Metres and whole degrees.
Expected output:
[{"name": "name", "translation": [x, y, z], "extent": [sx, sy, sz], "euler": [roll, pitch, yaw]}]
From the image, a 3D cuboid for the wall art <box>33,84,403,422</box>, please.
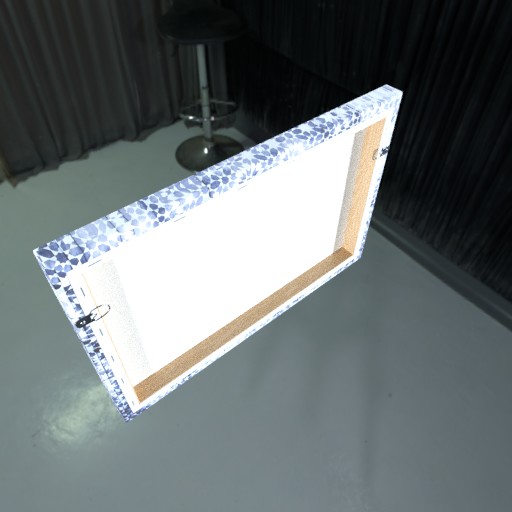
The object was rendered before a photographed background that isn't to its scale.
[{"name": "wall art", "translation": [0.000, 0.000, 1.134], "extent": [0.911, 0.608, 0.057], "euler": [-31, 54, -26]}]
